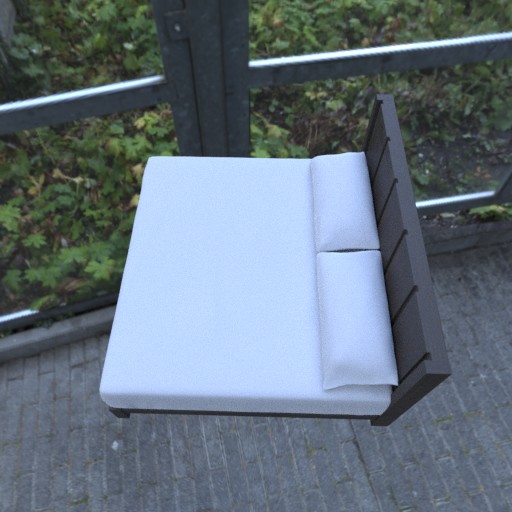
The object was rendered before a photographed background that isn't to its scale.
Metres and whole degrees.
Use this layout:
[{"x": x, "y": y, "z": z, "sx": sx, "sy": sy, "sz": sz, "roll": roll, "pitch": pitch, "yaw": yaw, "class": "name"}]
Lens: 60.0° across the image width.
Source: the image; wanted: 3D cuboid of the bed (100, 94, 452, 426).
[{"x": 0.000, "y": 0.000, "z": 3.328, "sx": 2.012, "sy": 1.270, "sz": 2.134, "roll": 1, "pitch": 58, "yaw": 1, "class": "bed"}]
